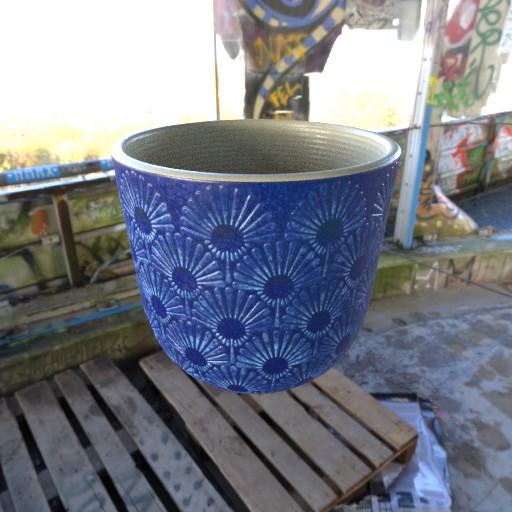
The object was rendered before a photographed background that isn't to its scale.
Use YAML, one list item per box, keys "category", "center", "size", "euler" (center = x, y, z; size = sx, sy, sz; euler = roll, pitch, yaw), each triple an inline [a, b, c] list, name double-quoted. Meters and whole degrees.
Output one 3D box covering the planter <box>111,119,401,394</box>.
- category: "planter"
  center: [0.000, 0.000, 0.368]
  size: [0.206, 0.190, 0.206]
  euler: [0, 25, 0]
